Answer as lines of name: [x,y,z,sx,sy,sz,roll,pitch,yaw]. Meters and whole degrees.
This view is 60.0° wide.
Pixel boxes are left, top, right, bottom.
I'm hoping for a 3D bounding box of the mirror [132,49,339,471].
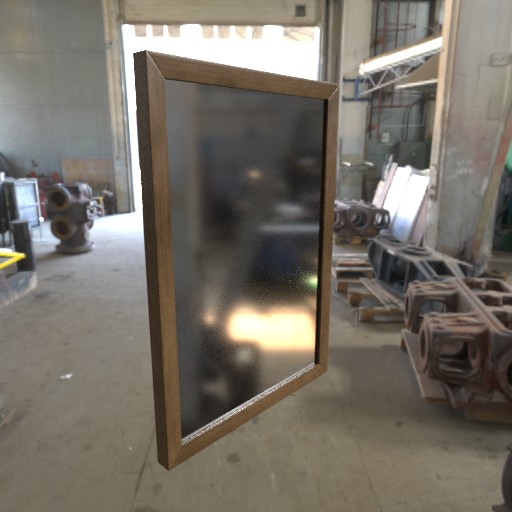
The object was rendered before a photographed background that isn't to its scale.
mirror: [0.000,0.000,0.915,0.040,0.710,0.507,13,19,42]
